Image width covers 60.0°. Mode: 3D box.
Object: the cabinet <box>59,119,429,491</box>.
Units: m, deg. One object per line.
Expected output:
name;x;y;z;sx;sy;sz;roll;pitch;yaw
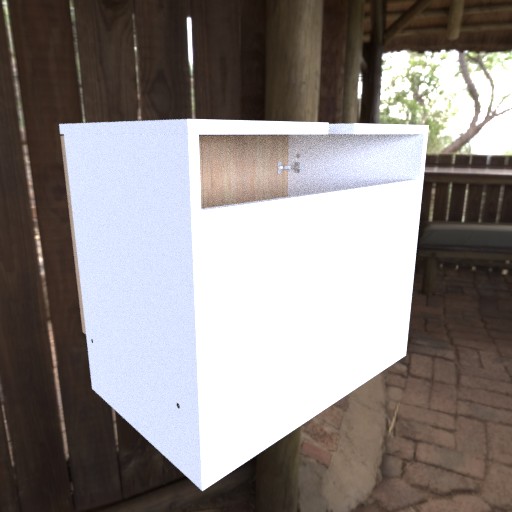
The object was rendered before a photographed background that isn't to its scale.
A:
cabinet;0.000;0.000;0.920;0.600;0.522;0.400;-14;21;-42
